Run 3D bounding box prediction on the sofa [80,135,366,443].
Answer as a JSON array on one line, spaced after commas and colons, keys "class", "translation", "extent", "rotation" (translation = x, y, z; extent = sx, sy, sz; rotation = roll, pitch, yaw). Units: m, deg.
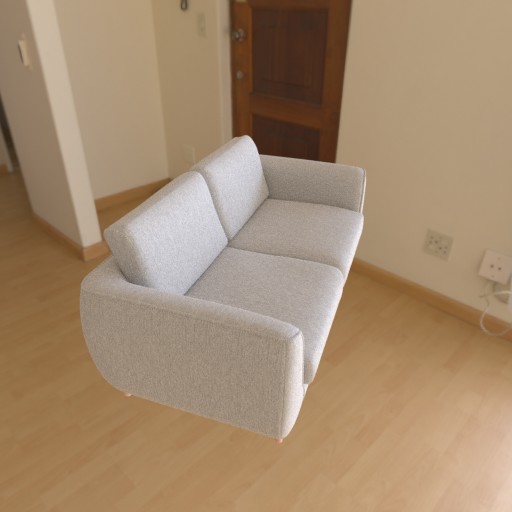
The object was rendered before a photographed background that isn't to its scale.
[{"class": "sofa", "translation": [0.000, 0.000, 2.253], "extent": [0.920, 0.850, 1.700], "rotation": [10, 32, 17]}]
